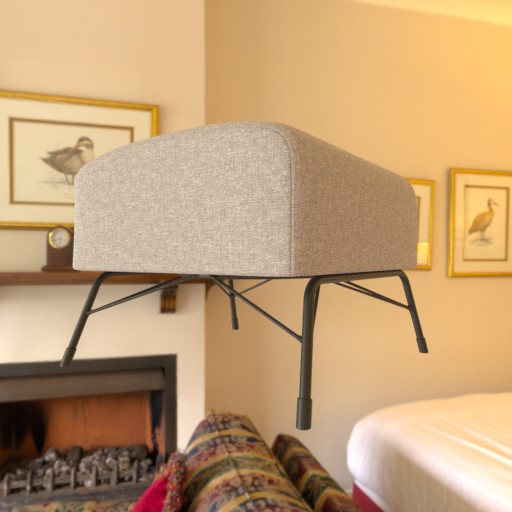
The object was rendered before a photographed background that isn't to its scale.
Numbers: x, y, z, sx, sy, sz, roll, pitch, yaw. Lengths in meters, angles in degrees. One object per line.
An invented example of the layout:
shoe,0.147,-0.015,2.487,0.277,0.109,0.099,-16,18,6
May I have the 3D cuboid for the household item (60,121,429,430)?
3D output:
household item,0.000,0.000,0.886,0.530,0.410,0.530,0,0,36
